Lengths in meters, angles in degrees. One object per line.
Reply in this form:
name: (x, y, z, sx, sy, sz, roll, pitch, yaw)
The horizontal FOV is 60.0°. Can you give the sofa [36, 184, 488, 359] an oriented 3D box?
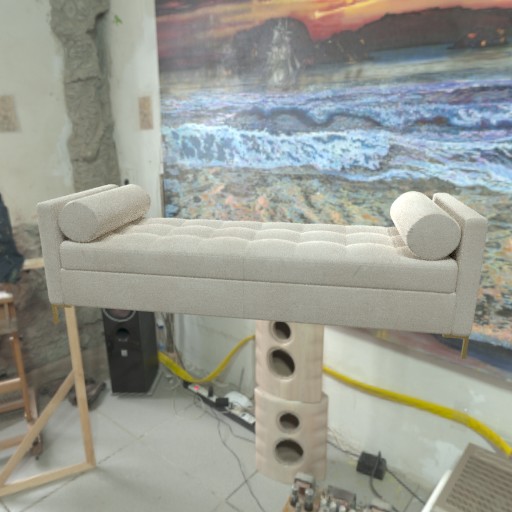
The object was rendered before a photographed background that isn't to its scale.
sofa: (0.000, 0.000, 2.305, 1.981, 0.635, 0.686, 3, 17, 10)
